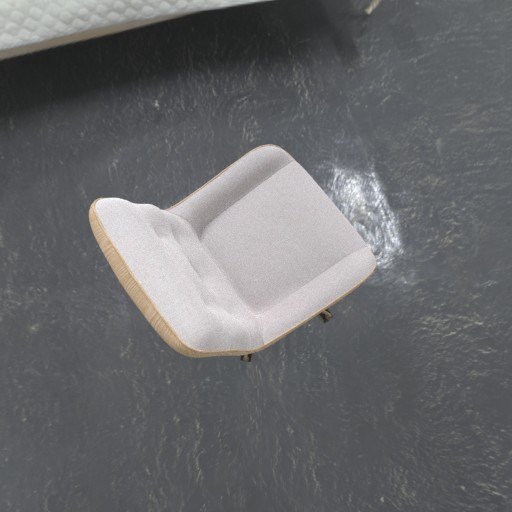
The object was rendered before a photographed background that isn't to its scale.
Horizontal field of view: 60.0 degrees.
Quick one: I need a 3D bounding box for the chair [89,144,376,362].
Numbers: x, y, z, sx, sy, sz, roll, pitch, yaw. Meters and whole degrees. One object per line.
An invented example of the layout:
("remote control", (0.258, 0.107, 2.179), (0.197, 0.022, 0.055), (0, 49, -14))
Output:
("chair", (0.000, 0.000, 1.381), (0.668, 0.952, 0.564), (-35, 77, -10))
